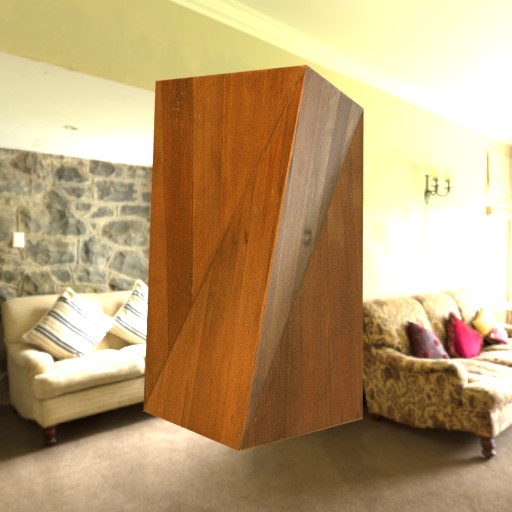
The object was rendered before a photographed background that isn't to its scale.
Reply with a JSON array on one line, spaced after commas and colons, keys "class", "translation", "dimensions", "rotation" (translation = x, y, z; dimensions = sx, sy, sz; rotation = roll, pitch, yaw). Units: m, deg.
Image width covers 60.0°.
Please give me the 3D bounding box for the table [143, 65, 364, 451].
[{"class": "table", "translation": [0.000, 0.000, 0.900], "dimensions": [0.441, 0.604, 0.425], "rotation": [0, 1, -1]}]
